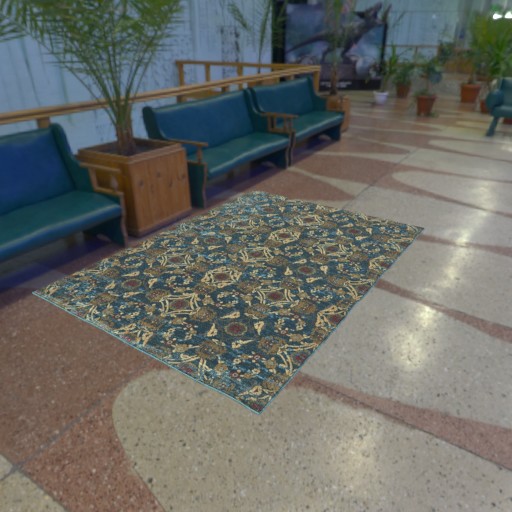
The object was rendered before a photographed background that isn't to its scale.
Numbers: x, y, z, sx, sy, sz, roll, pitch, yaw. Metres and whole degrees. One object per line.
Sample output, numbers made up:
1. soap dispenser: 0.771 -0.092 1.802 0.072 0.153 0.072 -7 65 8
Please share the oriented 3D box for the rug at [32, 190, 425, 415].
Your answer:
1. rug: 0.000 0.000 2.925 1.567 0.014 2.207 18 32 31
